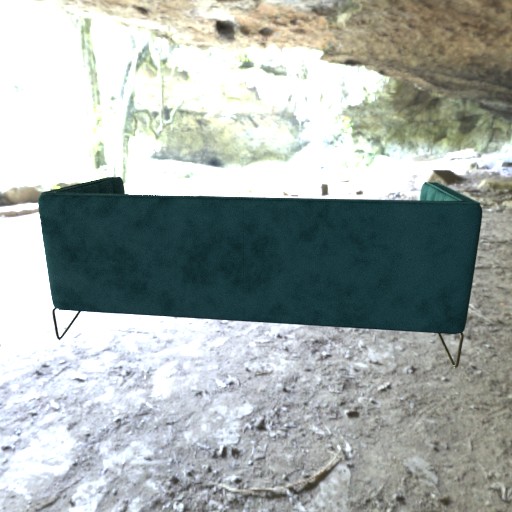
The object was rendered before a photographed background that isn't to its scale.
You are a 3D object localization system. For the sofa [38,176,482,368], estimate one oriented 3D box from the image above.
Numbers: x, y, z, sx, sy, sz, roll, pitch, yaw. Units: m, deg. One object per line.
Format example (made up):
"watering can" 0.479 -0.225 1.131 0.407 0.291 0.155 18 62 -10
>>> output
"sofa" 0.000 0.000 2.505 2.087 0.789 0.867 2 17 8
